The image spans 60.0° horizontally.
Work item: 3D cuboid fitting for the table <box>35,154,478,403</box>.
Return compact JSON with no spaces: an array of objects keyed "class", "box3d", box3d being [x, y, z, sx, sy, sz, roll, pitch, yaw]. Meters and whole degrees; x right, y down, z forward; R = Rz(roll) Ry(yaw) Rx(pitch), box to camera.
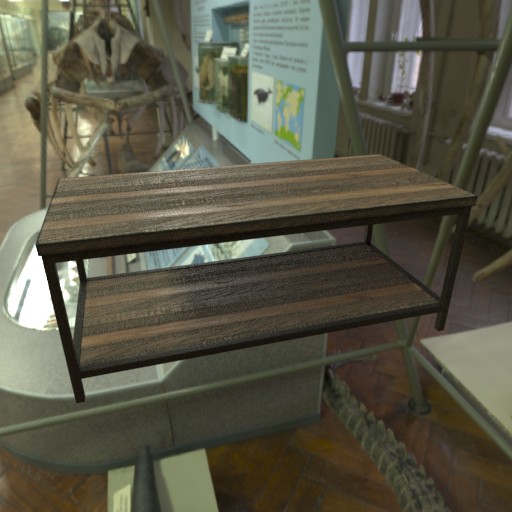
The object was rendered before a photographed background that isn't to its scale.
[{"class":"table","box3d":[0.000,0.000,1.231,0.990,0.399,0.452,-8,27,-15]}]
